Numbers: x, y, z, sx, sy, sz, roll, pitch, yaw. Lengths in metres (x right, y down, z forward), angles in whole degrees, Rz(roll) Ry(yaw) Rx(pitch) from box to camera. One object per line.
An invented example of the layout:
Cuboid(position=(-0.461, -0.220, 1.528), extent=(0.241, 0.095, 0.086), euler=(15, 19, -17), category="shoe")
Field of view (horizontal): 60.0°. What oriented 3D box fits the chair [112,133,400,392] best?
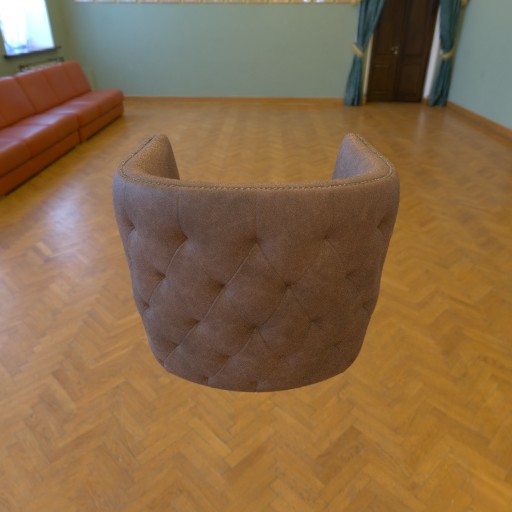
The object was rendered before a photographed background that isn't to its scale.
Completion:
Cuboid(position=(0.000, 0.000, 1.526), extent=(0.850, 0.790, 0.870), euler=(0, 29, 0), category="chair")
